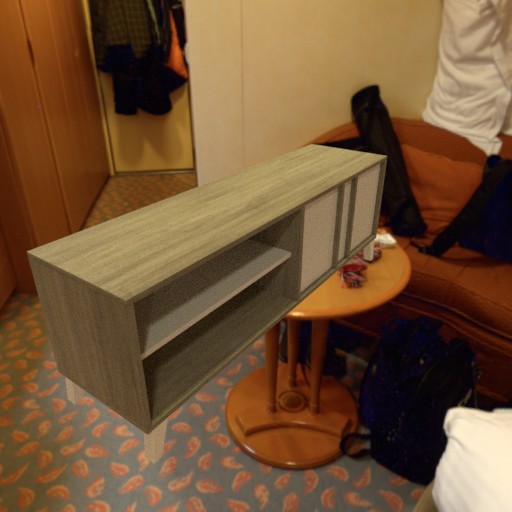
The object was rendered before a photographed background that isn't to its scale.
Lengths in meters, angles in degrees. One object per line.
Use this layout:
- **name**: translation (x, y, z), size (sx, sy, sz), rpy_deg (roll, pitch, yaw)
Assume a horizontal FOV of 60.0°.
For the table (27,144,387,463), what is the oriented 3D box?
- **table**: translation (0.000, 0.000, 1.721), size (0.400, 0.530, 1.500), rpy_deg (18, 32, 32)
